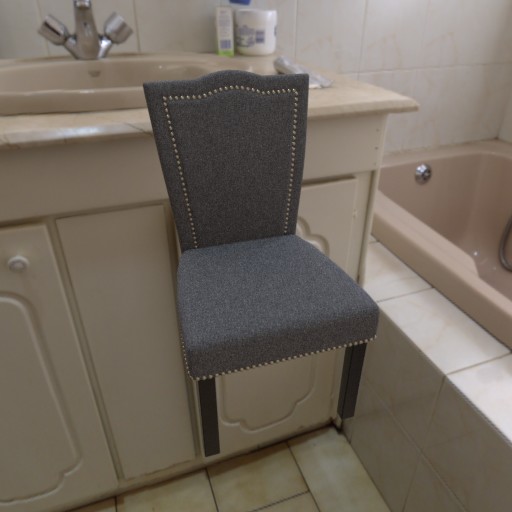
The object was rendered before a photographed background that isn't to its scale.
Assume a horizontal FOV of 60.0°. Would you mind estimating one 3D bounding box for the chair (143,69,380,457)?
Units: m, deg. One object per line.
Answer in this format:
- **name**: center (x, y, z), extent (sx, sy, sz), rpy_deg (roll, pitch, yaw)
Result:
- **chair**: center (0.000, 0.000, 1.299), extent (0.518, 0.946, 0.589), rpy_deg (-9, 32, -15)
